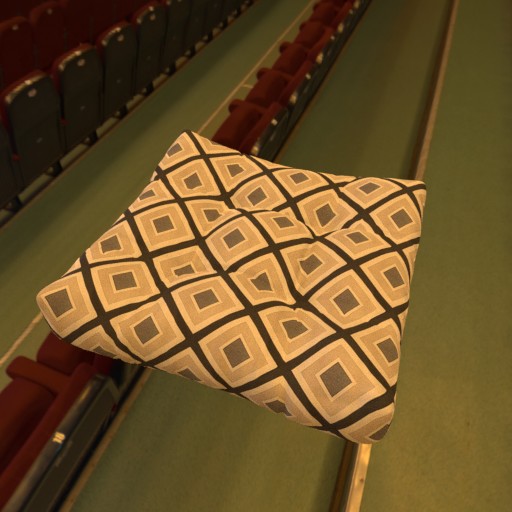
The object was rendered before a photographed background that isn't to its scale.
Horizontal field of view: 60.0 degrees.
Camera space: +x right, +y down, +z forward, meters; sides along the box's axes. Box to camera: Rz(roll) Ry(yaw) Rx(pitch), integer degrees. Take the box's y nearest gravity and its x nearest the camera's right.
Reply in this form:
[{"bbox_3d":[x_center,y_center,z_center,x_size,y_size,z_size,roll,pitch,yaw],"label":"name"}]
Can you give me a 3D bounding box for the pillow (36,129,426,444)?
[{"bbox_3d":[0.000,0.000,0.716,0.490,0.128,0.468,15,49,13],"label":"pillow"}]
